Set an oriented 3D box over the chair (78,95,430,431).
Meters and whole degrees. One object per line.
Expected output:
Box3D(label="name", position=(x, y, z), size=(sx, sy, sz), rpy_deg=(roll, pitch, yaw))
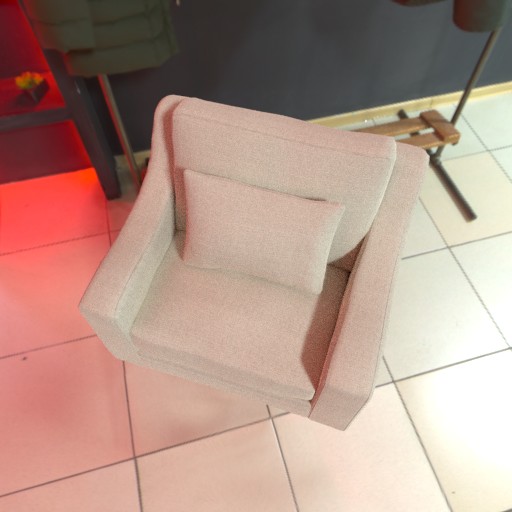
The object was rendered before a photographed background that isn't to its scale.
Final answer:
Box3D(label="chair", position=(0.000, 0.000, 1.927), size=(1.178, 1.016, 1.009), rpy_deg=(15, 59, 9))
